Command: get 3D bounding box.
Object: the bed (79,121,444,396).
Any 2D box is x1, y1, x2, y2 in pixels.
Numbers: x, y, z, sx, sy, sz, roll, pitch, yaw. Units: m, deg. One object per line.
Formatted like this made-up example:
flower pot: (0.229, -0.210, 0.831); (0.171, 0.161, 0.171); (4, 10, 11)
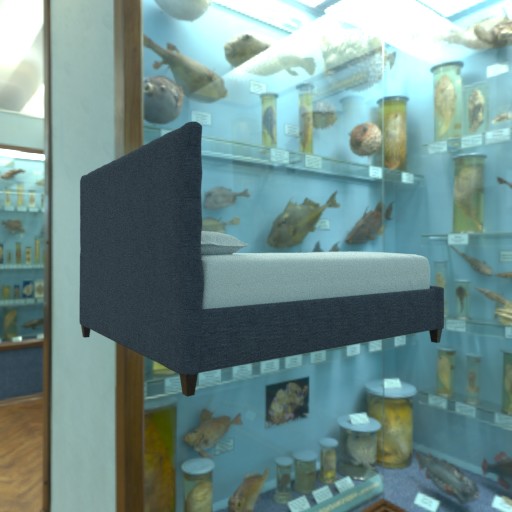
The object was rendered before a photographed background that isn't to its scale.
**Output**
bed: (0.000, 0.000, 3.783); (2.387, 1.427, 2.078); (0, 1, -36)
